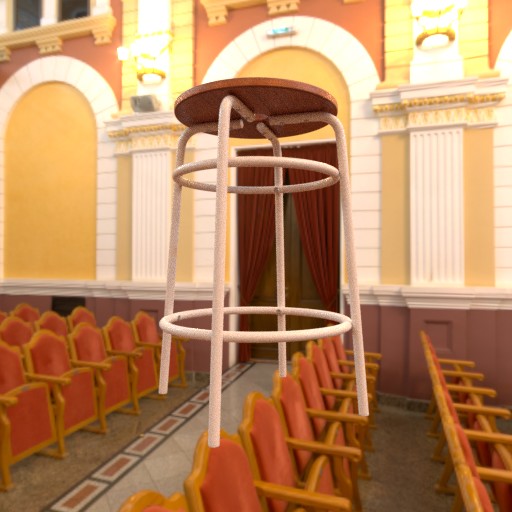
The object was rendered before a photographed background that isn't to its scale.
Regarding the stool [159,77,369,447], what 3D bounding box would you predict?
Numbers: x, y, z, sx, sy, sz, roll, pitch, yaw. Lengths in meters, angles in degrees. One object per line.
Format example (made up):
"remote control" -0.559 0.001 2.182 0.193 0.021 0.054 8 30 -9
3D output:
"stool" 0.000 0.000 0.921 0.455 0.610 0.455 0 0 18
